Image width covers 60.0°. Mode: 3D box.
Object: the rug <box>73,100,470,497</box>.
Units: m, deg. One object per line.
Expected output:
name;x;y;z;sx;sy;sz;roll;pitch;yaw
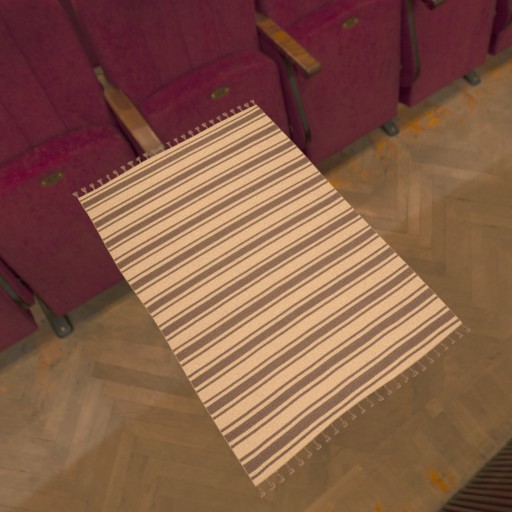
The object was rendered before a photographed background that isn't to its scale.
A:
rug;0.000;0.000;3.782;2.030;0.017;3.040;-32;68;-15
